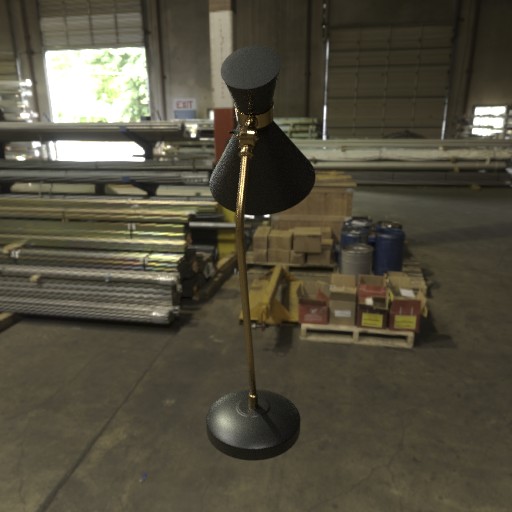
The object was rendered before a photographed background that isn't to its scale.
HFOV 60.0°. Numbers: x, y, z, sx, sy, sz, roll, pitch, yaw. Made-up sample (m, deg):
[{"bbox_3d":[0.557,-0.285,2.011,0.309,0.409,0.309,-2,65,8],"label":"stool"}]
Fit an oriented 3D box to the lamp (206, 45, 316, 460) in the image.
[{"bbox_3d":[0.000,0.000,0.763,0.189,0.647,0.292,3,17,9],"label":"lamp"}]
